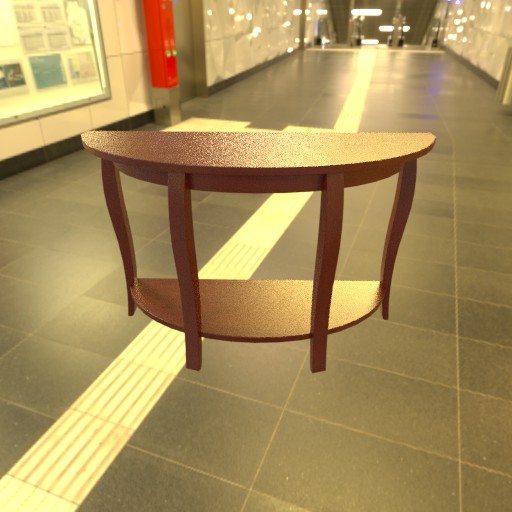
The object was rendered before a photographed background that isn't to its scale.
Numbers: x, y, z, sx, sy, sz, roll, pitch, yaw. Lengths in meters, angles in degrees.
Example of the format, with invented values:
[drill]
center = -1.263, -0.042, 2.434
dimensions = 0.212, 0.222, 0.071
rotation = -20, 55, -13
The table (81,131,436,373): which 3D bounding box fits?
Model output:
[table]
center = 0.000, 0.000, 1.580
dimensions = 1.219, 0.779, 0.405
rotation = 1, 29, 1
